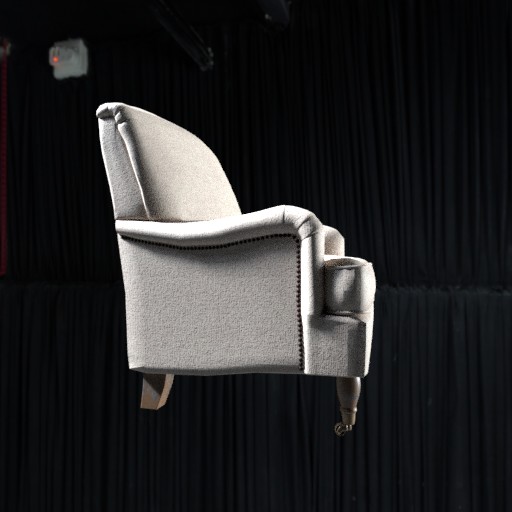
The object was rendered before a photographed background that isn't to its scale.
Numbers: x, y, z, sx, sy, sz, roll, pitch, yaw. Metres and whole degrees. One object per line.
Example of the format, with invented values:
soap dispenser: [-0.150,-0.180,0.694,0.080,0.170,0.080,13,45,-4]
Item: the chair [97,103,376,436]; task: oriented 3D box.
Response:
chair: [0.000,0.000,1.834,0.953,1.119,0.879,0,-1,16]
